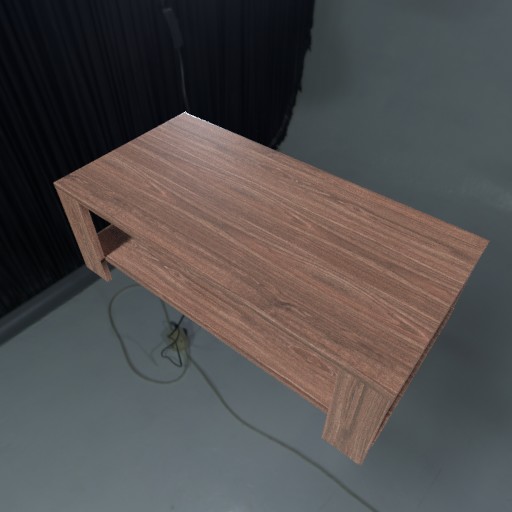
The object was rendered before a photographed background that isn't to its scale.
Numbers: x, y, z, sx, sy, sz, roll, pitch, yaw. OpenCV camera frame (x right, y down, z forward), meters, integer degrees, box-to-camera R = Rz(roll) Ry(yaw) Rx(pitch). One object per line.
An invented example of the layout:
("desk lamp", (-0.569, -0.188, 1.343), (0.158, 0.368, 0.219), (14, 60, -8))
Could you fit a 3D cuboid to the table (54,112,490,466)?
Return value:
("table", (0.000, 0.000, 1.484), (1.200, 0.400, 0.600), (29, 52, 26))
